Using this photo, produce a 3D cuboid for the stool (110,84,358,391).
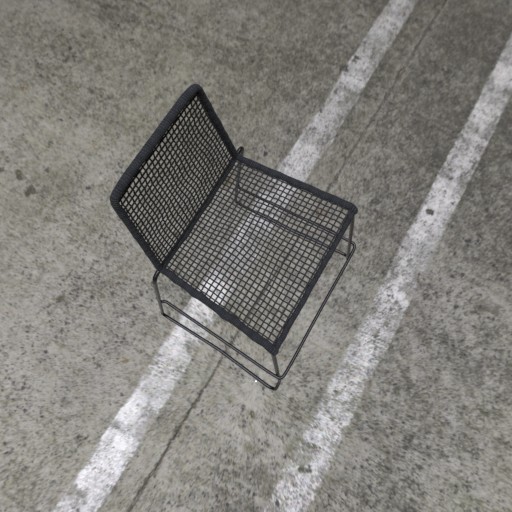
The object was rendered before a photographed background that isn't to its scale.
[{"bbox_3d":[0.000,0.000,1.266,0.509,0.905,0.590,30,76,8],"label":"stool"}]
